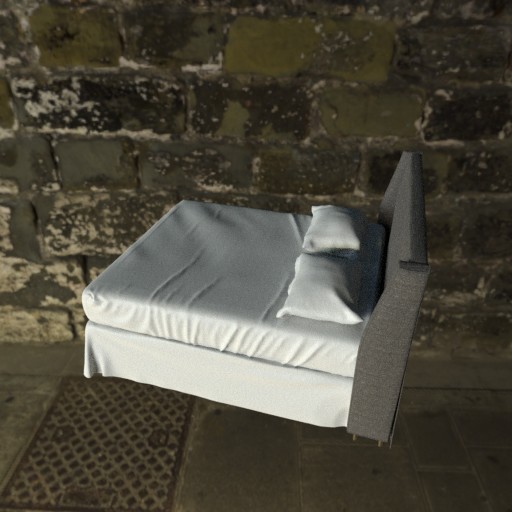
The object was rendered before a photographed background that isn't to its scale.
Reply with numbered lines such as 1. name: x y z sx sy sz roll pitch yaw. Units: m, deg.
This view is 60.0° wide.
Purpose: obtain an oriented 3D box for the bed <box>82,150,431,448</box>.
1. bed: 0.000 0.000 3.422 2.276 1.332 1.925 9 32 14
